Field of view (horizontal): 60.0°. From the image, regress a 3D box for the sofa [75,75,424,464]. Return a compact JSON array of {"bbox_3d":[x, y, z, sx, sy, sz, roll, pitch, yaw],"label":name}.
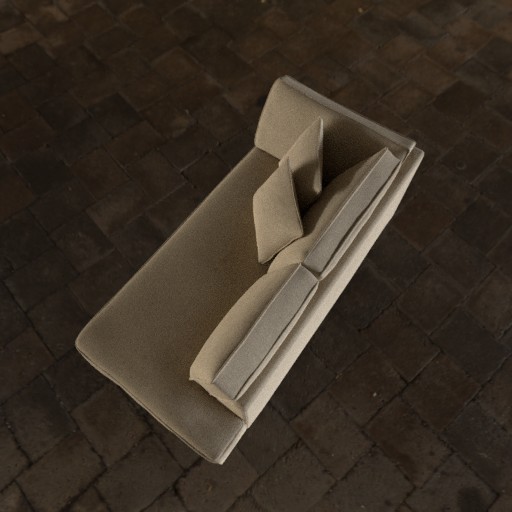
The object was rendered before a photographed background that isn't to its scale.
[{"bbox_3d":[0.000,0.000,2.839,1.110,1.033,2.237,33,68,15],"label":"sofa"}]
